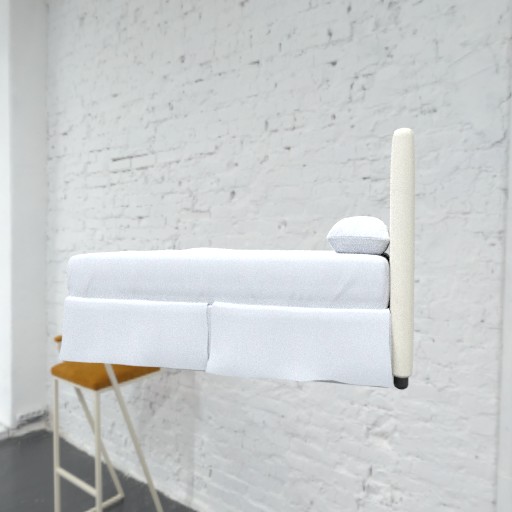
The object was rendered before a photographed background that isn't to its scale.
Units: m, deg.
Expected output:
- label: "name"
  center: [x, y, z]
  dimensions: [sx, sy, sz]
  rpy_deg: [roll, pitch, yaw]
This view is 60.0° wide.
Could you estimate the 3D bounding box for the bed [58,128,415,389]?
- label: "bed"
  center: [0.000, 0.000, 3.260]
  dimensions: [2.142, 1.330, 1.713]
  rpy_deg: [0, 1, 17]
